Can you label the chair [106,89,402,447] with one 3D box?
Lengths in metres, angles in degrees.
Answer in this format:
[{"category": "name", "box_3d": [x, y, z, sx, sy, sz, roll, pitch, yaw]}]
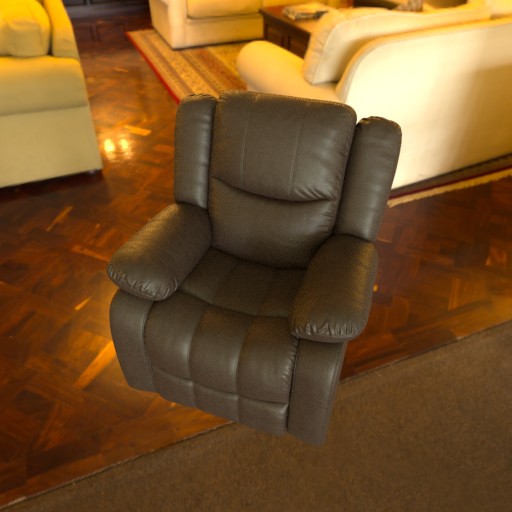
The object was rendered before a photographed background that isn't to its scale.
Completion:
[{"category": "chair", "box_3d": [0.000, 0.000, 1.703, 0.899, 1.009, 0.934, 12, 42, 14]}]
